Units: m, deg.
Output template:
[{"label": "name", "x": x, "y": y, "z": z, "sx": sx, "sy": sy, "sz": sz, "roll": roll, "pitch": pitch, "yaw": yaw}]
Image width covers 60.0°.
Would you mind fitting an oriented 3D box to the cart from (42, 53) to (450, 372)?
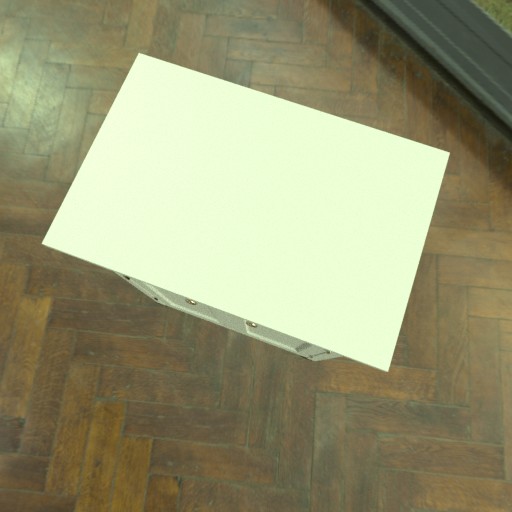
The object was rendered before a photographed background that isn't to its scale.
[{"label": "cart", "x": 0.000, "y": 0.000, "z": 1.260, "sx": 0.683, "sy": 0.864, "sz": 0.442, "roll": 20, "pitch": 76, "yaw": 5}]
